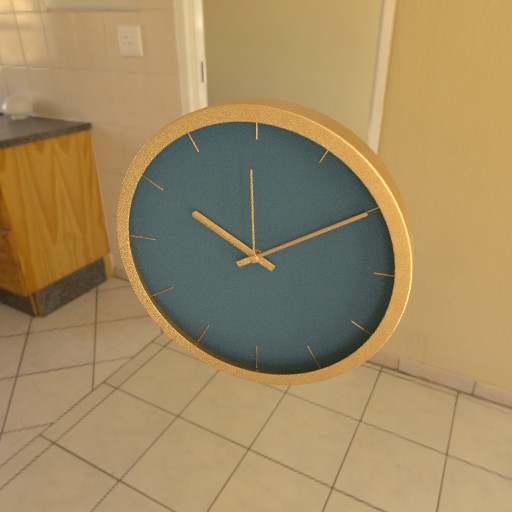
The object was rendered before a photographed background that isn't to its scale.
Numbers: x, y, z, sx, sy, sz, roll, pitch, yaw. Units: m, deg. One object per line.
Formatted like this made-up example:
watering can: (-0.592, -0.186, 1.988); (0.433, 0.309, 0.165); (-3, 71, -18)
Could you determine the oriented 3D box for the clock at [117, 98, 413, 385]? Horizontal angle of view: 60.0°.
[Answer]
clock: (0.000, 0.000, 0.469); (0.314, 0.314, 0.040); (9, 28, 16)
